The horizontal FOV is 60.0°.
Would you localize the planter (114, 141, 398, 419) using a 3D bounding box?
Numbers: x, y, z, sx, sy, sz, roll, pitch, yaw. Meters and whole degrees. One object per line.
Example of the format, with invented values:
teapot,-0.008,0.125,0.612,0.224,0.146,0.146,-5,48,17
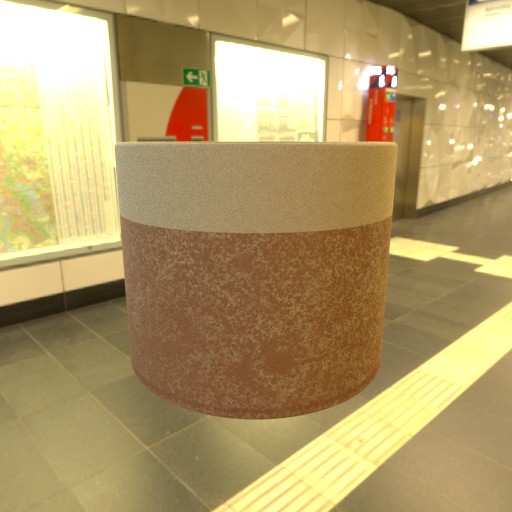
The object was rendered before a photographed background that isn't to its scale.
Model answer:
planter,0.000,0.000,0.276,0.159,0.138,0.159,0,15,0
